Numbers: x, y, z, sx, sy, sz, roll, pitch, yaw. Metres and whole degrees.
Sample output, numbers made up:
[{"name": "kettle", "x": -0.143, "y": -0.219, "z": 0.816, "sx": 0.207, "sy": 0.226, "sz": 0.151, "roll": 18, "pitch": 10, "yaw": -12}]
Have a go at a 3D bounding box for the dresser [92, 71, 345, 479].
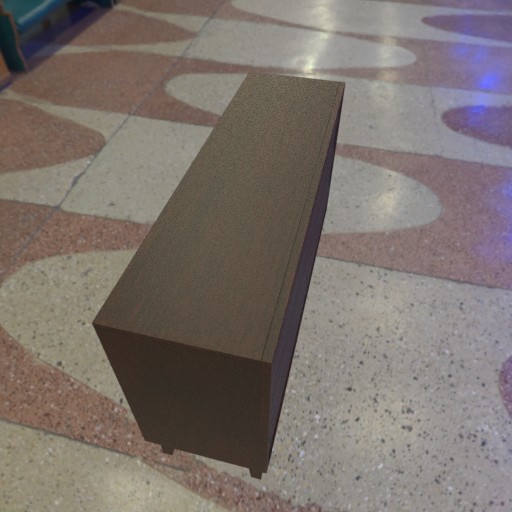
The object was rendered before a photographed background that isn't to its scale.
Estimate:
[{"name": "dresser", "x": 0.000, "y": 0.000, "z": 2.022, "sx": 0.499, "sy": 0.971, "sz": 1.609, "roll": 10, "pitch": 47, "yaw": 10}]
